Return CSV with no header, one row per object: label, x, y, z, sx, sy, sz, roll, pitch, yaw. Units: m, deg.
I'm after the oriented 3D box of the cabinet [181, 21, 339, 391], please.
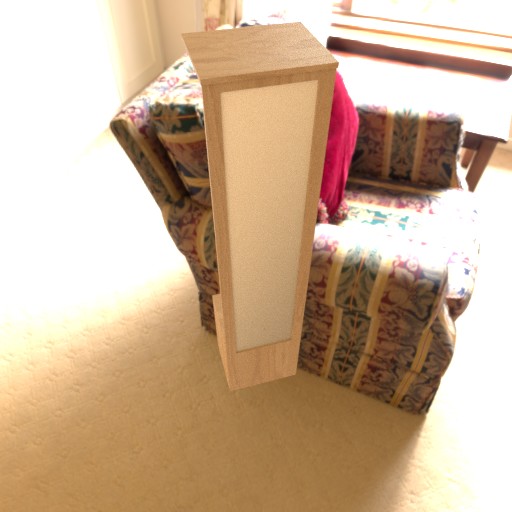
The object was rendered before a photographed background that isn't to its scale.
cabinet,0.000,0.000,2.048,0.411,1.879,0.338,-11,48,-11
